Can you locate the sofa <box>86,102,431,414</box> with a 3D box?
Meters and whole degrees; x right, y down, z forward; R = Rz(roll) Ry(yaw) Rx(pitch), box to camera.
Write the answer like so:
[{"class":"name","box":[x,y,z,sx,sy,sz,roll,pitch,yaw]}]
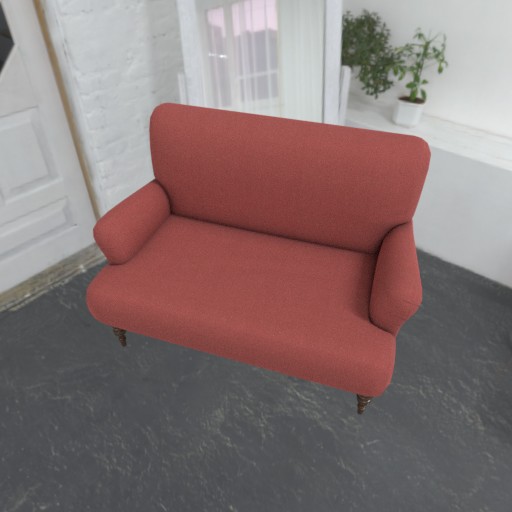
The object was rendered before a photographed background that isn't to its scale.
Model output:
[{"class":"sofa","box":[0.000,0.000,1.844,1.297,0.889,0.779,12,42,14]}]
